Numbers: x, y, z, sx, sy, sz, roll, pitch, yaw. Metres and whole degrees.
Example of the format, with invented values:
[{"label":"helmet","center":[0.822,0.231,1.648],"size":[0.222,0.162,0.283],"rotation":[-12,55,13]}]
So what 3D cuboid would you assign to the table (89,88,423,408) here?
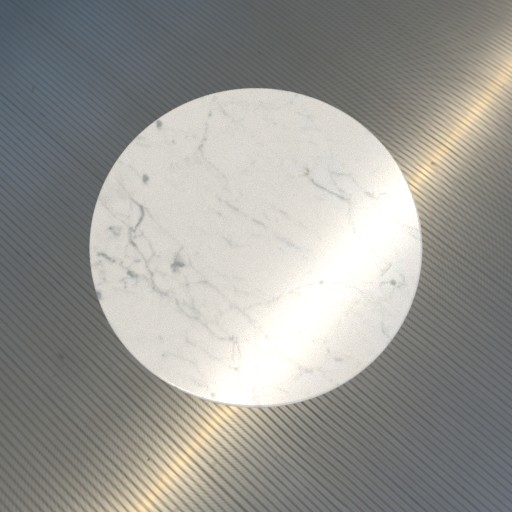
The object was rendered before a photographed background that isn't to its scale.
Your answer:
[{"label":"table","center":[0.000,0.000,1.284],"size":[0.800,0.450,0.800],"rotation":[0,76,0]}]
